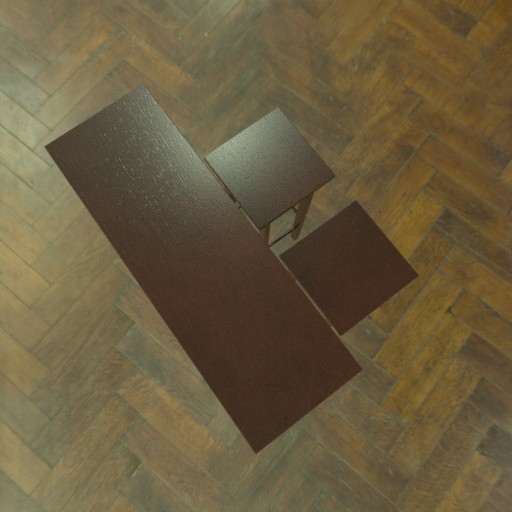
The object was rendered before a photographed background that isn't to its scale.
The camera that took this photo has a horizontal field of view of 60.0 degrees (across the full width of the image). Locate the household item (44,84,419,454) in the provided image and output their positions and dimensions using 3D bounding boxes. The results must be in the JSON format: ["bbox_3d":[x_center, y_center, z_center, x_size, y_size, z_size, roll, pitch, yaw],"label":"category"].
[{"bbox_3d":[0.000,0.000,1.619,0.676,1.067,0.914,-36,80,-8],"label":"household item"}]
